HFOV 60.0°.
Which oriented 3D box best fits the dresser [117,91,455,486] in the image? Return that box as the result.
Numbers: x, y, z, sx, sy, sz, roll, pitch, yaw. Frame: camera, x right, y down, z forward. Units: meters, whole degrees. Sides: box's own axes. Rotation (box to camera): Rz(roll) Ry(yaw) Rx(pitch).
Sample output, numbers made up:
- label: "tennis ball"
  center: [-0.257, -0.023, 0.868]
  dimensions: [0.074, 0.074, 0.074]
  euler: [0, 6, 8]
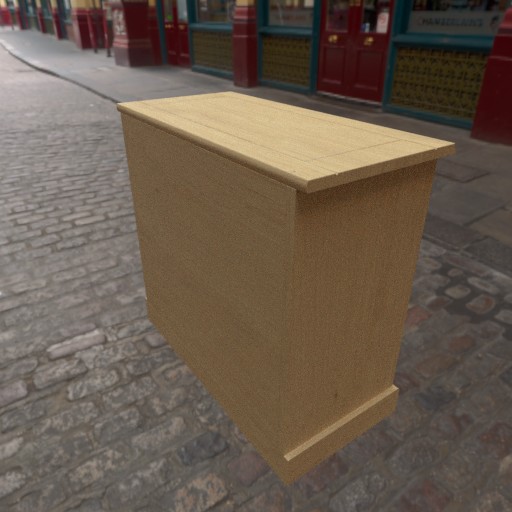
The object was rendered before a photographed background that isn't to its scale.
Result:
- label: "dresser"
  center: [0.000, 0.000, 1.390]
  dimensions: [0.440, 0.835, 0.915]
  euler: [-19, 34, -31]
